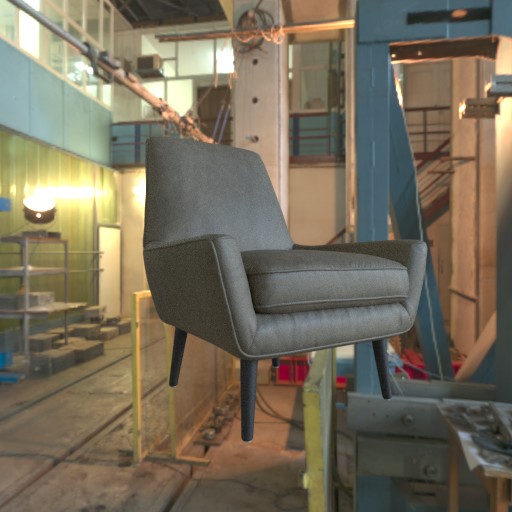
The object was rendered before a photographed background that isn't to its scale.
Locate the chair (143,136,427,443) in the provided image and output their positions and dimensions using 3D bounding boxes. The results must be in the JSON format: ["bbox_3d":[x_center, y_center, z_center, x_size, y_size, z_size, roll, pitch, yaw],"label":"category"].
[{"bbox_3d":[0.000,0.000,1.487,0.787,0.888,0.824,0,1,-35],"label":"chair"}]
